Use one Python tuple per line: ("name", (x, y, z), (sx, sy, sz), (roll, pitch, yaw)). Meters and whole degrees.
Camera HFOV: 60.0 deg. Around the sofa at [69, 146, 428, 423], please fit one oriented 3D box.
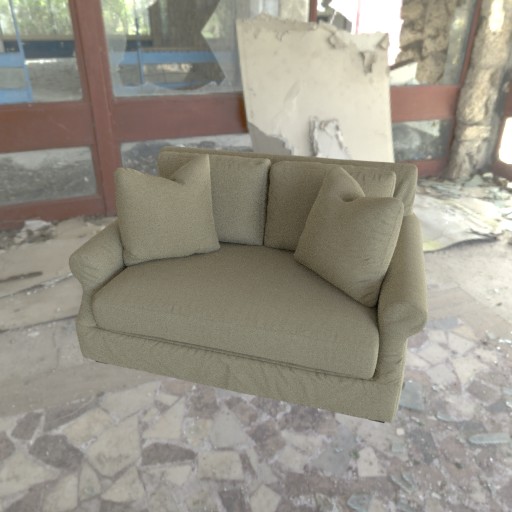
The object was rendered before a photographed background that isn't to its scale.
("sofa", (0.000, 0.000, 2.170), (1.550, 0.905, 1.070), (8, 29, 14))
